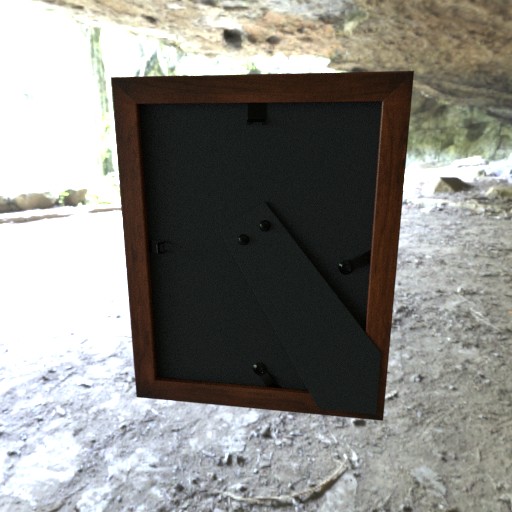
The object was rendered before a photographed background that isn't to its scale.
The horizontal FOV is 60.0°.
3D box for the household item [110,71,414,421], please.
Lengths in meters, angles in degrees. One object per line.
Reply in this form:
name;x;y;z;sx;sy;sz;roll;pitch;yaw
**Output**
household item;0.000;0.000;0.329;0.200;0.250;0.020;2;16;9
